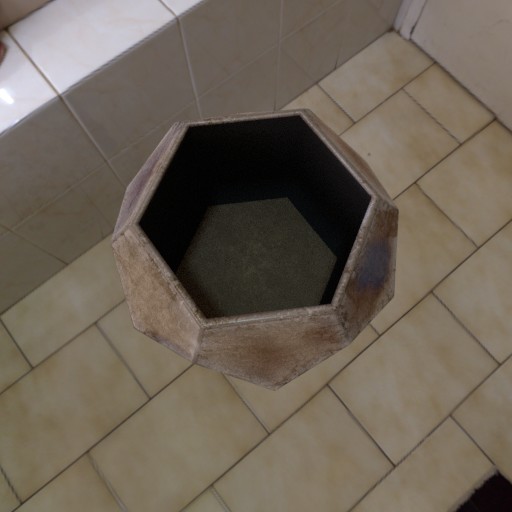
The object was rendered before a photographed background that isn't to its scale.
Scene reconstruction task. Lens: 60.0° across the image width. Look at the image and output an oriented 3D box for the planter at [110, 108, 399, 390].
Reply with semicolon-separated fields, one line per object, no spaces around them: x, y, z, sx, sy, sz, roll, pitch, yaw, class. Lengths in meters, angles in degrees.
0.000;0.000;0.420;0.243;0.238;0.221;-36;78;-9;planter
